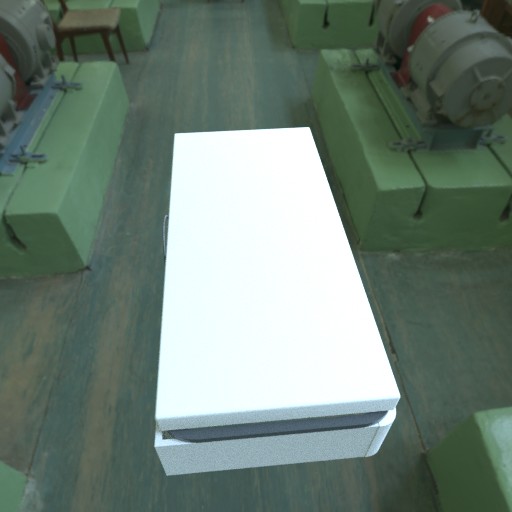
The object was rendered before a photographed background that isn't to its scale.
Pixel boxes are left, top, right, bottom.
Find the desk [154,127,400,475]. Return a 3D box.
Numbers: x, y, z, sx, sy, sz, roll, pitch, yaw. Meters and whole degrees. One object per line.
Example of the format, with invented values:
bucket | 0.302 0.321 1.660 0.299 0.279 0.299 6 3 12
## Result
desk | 0.000 0.000 2.293 0.900 0.526 1.900 -4 46 -4
